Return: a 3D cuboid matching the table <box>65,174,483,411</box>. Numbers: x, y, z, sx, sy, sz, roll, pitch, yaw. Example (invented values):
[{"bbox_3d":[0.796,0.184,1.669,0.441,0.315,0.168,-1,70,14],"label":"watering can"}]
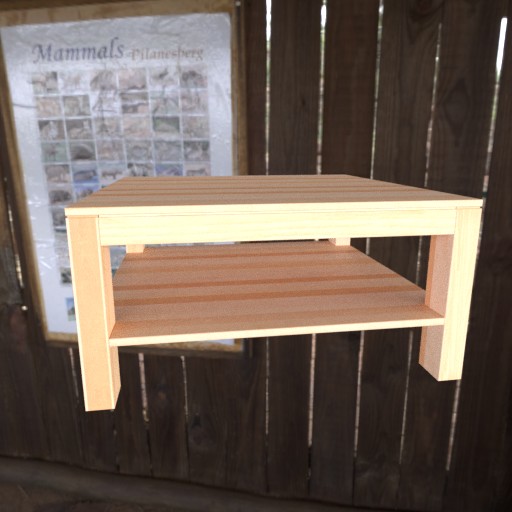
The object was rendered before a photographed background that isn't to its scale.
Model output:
[{"bbox_3d":[0.000,0.000,1.421,0.900,0.450,0.900,-2,14,-9],"label":"table"}]
